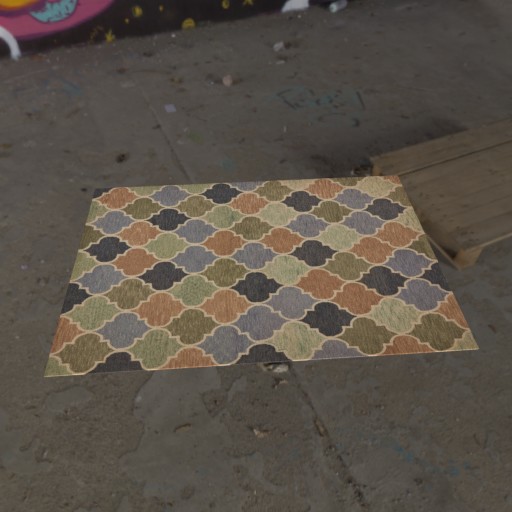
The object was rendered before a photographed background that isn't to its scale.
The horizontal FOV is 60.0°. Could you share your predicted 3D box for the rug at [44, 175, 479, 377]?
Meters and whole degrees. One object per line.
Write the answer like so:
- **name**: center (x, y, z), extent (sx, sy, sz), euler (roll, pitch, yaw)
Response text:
- **rug**: center (0.000, 0.000, 2.268), extent (1.828, 0.006, 1.216), euler (-3, 47, -3)
